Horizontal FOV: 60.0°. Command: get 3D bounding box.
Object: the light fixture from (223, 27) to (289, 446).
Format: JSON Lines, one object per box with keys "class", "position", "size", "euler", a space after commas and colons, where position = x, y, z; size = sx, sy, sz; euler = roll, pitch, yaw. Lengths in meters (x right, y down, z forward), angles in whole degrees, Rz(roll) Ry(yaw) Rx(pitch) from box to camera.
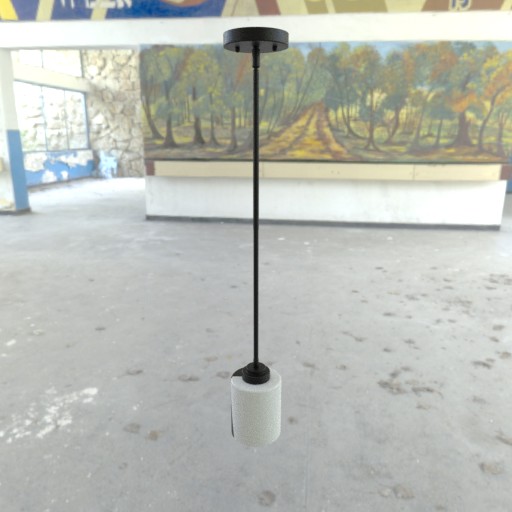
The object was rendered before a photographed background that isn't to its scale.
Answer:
{"class": "light fixture", "position": [0.000, 0.000, 0.946], "size": [0.123, 0.863, 0.123], "euler": [2, 15, 8]}
